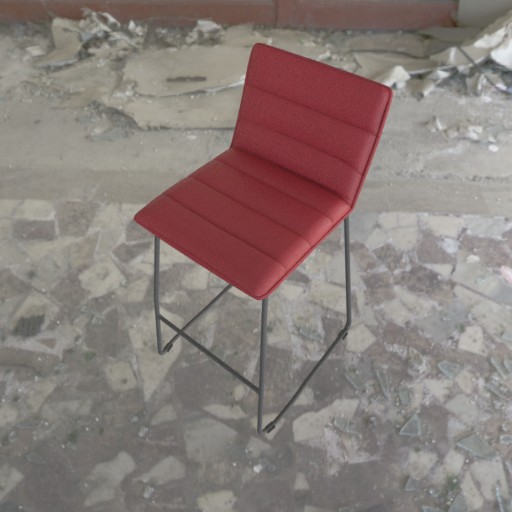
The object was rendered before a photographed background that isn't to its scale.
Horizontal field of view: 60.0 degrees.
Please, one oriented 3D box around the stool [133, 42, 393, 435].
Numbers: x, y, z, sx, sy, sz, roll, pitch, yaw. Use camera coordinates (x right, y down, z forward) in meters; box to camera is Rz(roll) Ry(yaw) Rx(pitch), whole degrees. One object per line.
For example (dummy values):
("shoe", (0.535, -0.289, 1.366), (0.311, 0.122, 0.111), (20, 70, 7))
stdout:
("stool", (0.000, 0.000, 1.250), (0.489, 0.937, 0.524), (31, 55, 24))
